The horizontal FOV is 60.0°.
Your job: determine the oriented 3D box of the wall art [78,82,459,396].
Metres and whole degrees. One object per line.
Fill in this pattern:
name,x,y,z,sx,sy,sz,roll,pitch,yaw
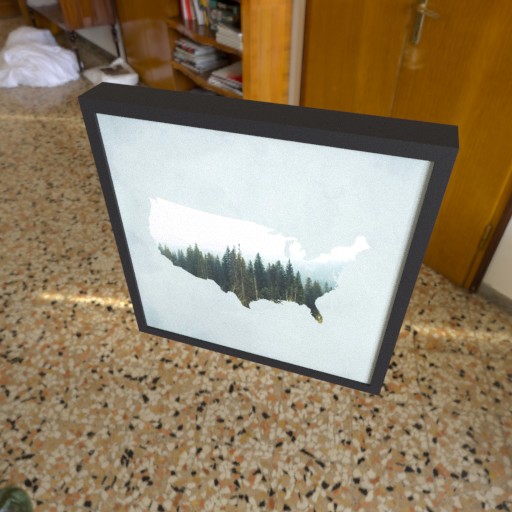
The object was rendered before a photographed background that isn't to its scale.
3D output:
wall art,0.000,0.000,0.450,0.304,0.304,0.038,12,42,14
